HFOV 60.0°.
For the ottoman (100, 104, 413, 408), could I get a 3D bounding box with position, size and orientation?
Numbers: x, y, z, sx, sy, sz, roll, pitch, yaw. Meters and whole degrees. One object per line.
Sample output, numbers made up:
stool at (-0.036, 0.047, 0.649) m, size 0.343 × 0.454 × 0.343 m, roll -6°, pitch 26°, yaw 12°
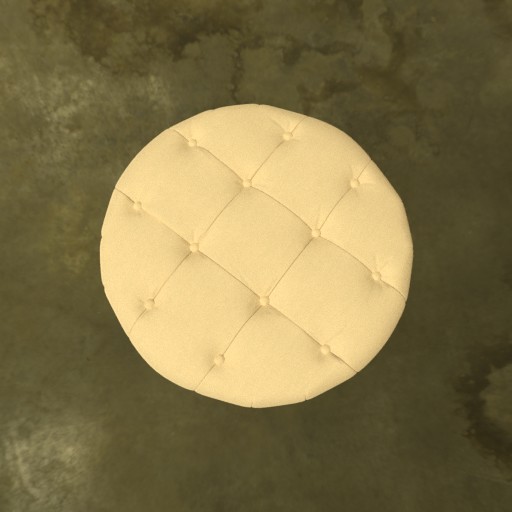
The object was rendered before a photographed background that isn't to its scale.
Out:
ottoman at (0.000, 0.000, 1.416) m, size 0.901 × 0.439 × 0.901 m, roll 0°, pitch 77°, yaw 0°
